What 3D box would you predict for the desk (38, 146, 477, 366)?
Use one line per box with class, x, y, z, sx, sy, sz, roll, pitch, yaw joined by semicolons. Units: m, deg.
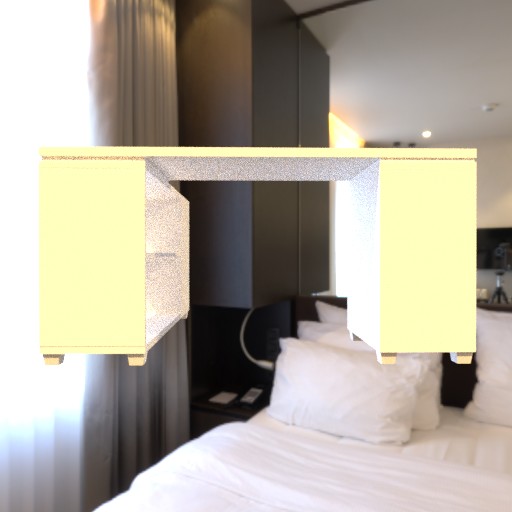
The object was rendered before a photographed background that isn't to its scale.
desk;0.000;0.000;2.141;1.524;0.759;1.199;0;0;-1
